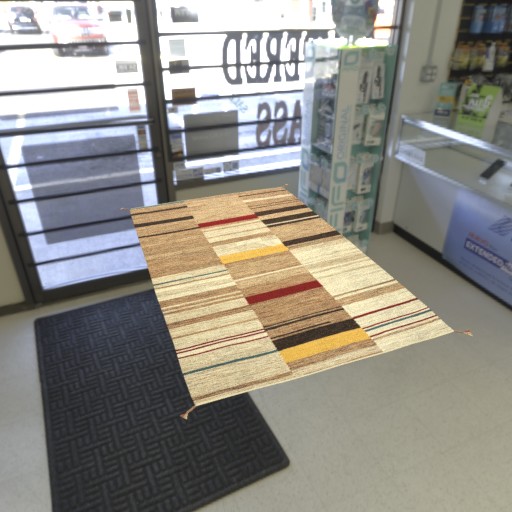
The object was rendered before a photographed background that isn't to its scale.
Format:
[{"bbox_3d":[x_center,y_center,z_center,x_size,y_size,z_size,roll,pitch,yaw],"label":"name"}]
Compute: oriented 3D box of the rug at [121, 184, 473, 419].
[{"bbox_3d":[0.000,0.000,2.454,1.268,0.007,1.918,-11,32,-18],"label":"rug"}]
